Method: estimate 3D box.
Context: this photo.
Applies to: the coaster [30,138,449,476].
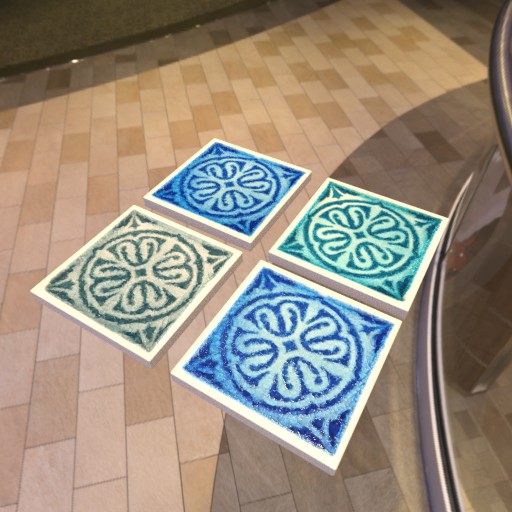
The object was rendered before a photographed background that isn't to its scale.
[{"bbox_3d":[0.000,0.000,0.320,0.219,0.010,0.214,24,51,21],"label":"coaster"}]
